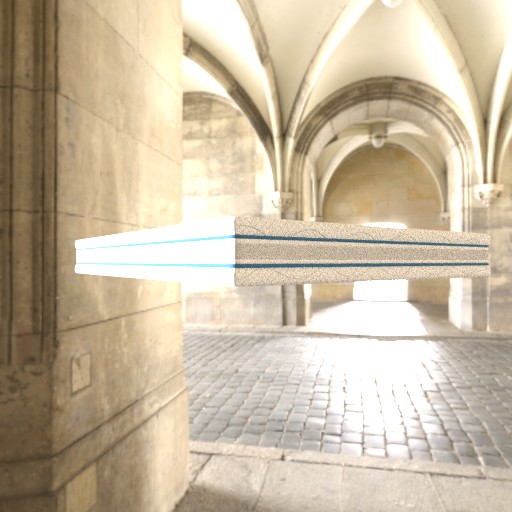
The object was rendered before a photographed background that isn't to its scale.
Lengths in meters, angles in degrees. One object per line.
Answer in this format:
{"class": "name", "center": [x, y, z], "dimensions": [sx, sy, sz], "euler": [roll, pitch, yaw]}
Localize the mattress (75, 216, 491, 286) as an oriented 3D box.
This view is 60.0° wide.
{"class": "mattress", "center": [0.000, 0.000, 2.667], "dimensions": [1.600, 0.230, 2.000], "euler": [0, -1, -36]}
